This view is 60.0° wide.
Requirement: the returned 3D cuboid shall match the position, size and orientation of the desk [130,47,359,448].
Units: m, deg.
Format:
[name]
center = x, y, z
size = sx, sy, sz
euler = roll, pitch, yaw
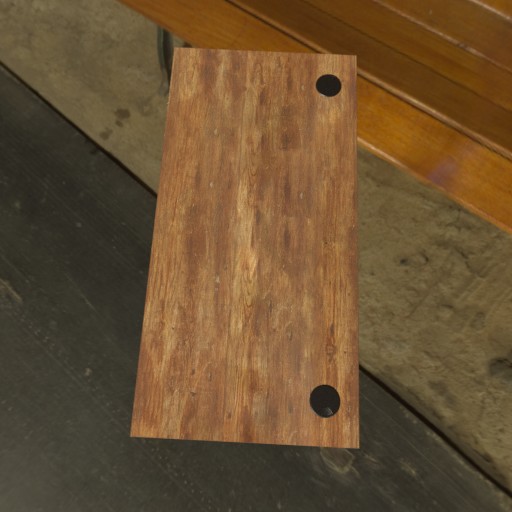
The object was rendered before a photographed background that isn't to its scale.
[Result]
[desk]
center = 0.000, 0.000, 1.666
size = 0.600, 0.749, 1.200
euler = 3, 76, 1
